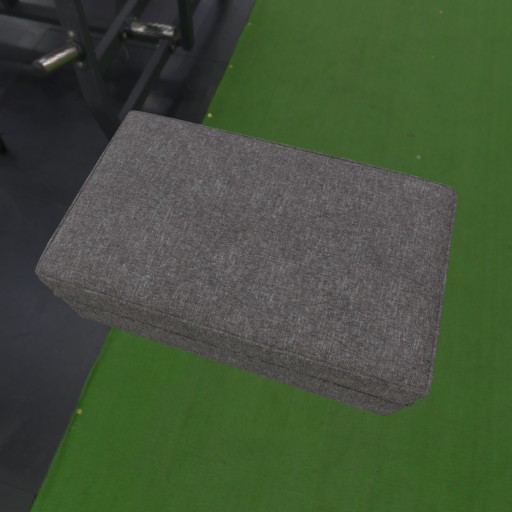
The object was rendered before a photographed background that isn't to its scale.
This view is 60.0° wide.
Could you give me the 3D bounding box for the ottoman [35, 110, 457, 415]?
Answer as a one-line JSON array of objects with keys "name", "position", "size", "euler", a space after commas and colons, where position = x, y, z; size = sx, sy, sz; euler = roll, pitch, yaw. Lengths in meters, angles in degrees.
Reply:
[{"name": "ottoman", "position": [0.000, 0.000, 1.537], "size": [1.184, 0.487, 0.717], "euler": [16, 64, 8]}]
